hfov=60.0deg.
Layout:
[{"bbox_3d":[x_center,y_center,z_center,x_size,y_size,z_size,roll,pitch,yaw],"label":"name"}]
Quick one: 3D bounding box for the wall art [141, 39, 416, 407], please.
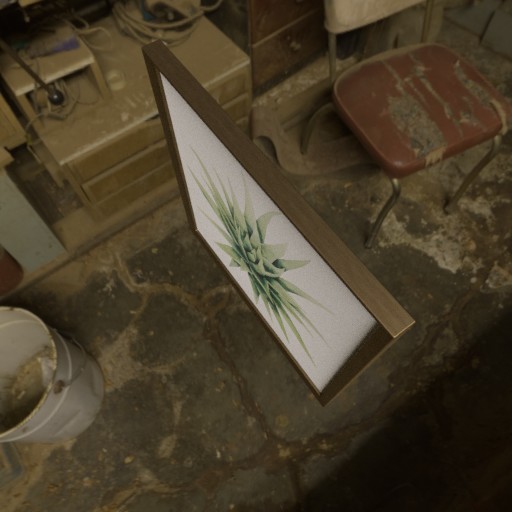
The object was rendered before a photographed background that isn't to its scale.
[{"bbox_3d":[0.000,0.000,0.751,0.030,0.506,0.503,-33,68,-15],"label":"wall art"}]
